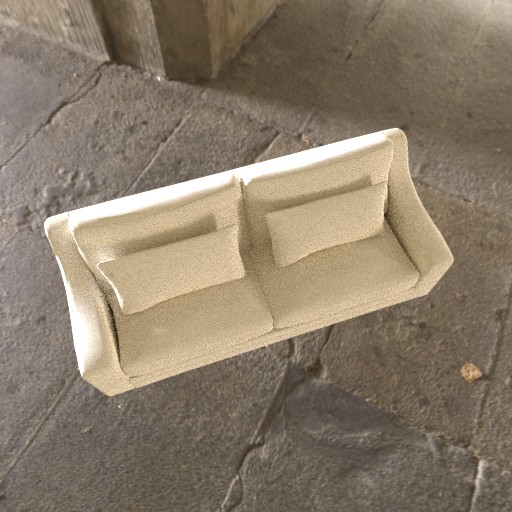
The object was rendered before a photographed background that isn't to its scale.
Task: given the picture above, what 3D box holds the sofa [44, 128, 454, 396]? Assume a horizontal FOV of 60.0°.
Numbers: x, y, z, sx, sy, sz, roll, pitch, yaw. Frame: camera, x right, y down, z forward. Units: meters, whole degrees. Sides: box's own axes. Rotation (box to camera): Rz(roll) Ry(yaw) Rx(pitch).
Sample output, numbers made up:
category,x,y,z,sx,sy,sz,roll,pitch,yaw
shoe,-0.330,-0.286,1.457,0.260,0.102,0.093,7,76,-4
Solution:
category,x,y,z,sx,sy,sz,roll,pitch,yaw
sofa,0.000,0.000,3.021,2.470,1.022,1.009,-16,63,-8
